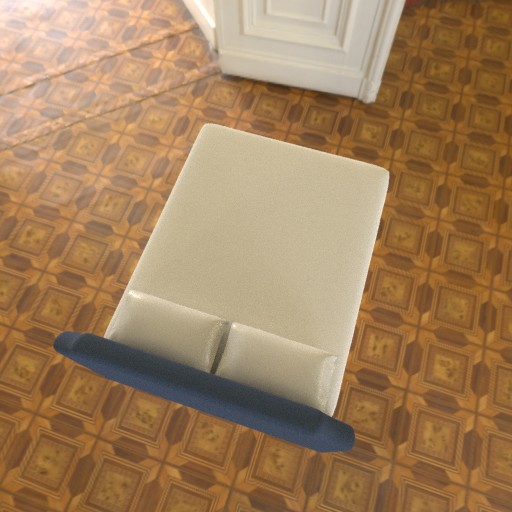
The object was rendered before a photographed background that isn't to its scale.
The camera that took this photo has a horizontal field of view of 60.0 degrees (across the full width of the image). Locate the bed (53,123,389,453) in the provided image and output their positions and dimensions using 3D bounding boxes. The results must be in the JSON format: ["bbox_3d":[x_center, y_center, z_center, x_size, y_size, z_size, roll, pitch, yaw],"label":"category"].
[{"bbox_3d":[0.000,0.000,3.318,1.831,1.297,2.260,16,67,7],"label":"bed"}]
